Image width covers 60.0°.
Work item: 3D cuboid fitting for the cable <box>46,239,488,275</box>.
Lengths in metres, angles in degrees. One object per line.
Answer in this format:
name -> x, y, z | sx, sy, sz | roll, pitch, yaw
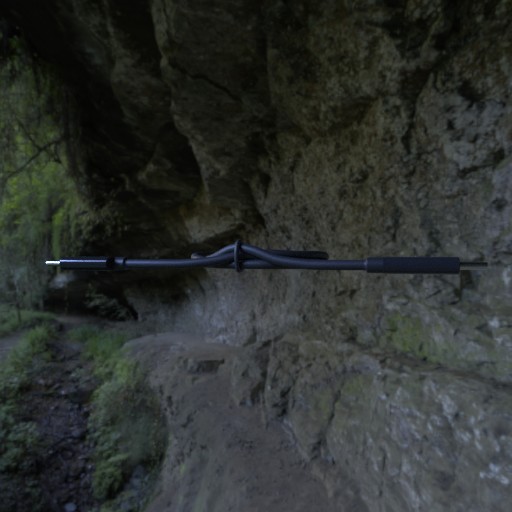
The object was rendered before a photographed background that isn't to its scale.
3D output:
cable -> 0.000, 0.000, 0.210 | 0.186, 0.014, 0.070 | 0, 0, 18
